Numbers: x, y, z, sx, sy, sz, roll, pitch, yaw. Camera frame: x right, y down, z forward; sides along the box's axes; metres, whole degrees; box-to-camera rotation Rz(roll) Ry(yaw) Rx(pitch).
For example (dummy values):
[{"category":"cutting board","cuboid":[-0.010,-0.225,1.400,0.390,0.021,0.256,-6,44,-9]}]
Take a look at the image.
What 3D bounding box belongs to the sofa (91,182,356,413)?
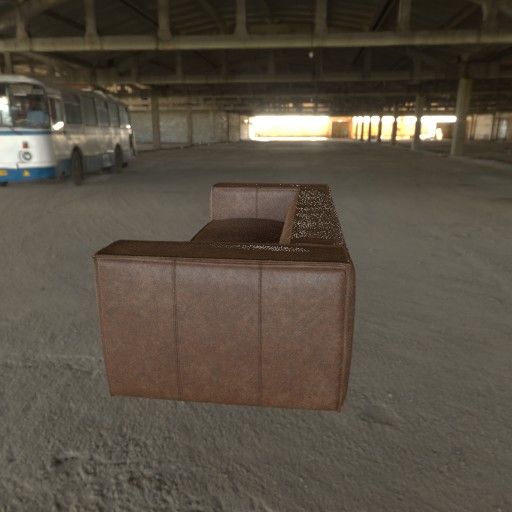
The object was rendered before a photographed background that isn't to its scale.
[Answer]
[{"category":"sofa","cuboid":[0.000,0.000,3.015,1.102,0.701,2.581,2,16,7]}]
